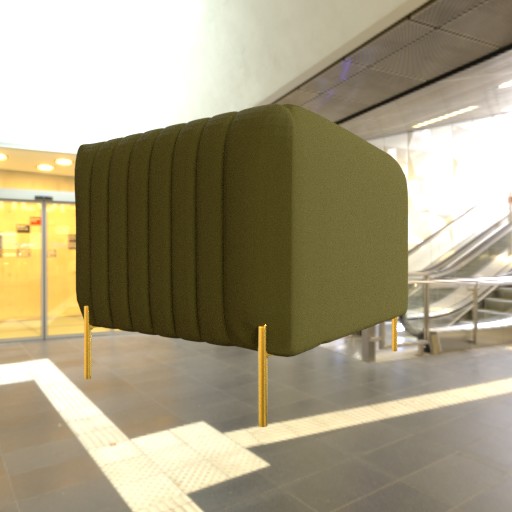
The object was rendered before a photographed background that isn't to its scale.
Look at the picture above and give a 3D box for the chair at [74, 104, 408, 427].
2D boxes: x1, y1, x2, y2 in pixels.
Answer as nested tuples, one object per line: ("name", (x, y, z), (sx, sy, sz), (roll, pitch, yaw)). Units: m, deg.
("chair", (0.000, 0.000, 1.655), (0.877, 0.794, 1.032), (0, 0, 35))
